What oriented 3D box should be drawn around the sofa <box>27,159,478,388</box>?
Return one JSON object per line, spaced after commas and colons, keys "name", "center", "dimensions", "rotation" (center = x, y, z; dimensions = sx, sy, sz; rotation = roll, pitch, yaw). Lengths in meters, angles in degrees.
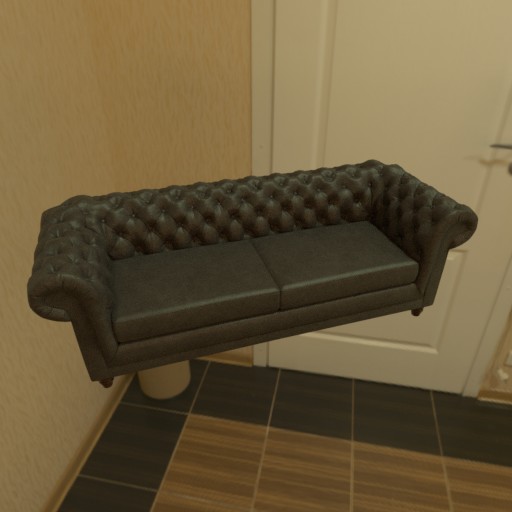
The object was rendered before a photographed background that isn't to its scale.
{"name": "sofa", "center": [0.000, 0.000, 2.724], "dimensions": [2.385, 0.783, 0.944], "rotation": [-10, 33, -15]}
